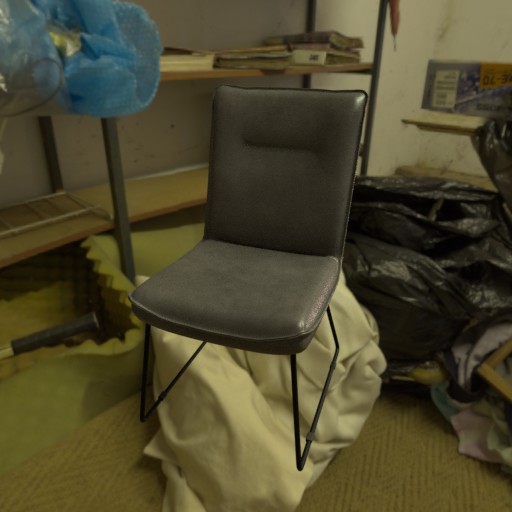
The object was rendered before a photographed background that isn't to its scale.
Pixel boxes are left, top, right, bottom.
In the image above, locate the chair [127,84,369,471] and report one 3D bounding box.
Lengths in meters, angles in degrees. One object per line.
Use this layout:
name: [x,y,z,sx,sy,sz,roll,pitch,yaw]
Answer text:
chair: [0.000,0.000,1.363,0.515,0.932,0.688,9,27,18]
